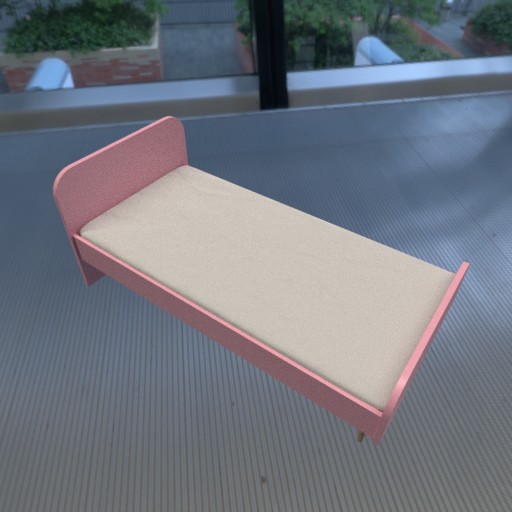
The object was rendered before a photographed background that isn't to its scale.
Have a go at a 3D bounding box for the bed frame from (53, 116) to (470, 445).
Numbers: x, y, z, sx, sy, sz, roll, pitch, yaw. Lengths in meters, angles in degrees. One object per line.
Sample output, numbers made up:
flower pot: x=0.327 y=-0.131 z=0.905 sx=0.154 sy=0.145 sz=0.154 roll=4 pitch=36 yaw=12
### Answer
bed frame: x=0.000 y=0.000 z=2.441 sx=1.963 sy=0.805 sz=0.998 roll=26 pitch=48 yaw=26
